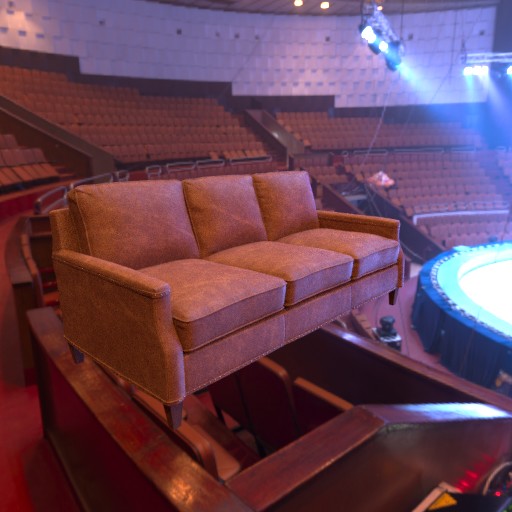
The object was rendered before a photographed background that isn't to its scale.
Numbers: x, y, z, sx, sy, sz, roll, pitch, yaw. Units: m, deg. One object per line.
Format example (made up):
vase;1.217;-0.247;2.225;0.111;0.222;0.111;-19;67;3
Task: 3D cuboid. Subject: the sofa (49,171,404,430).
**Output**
sofa;0.000;0.000;2.888;1.084;1.003;2.246;12;19;41
